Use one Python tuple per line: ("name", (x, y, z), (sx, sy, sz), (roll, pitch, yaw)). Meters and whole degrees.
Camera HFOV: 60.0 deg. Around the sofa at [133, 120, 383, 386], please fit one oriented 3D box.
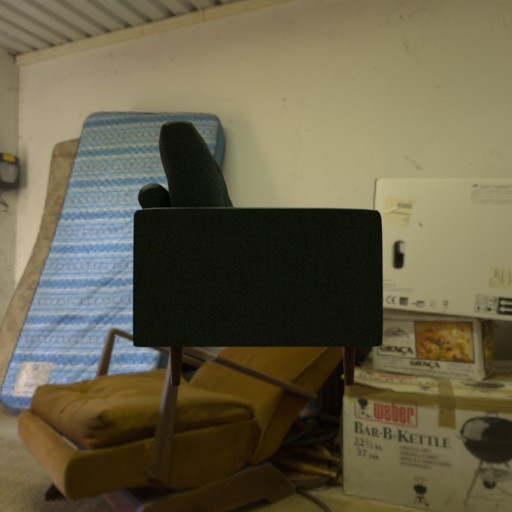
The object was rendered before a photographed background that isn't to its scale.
("sofa", (0.000, 0.000, 2.575), (0.966, 1.050, 2.010), (0, -2, 0))
